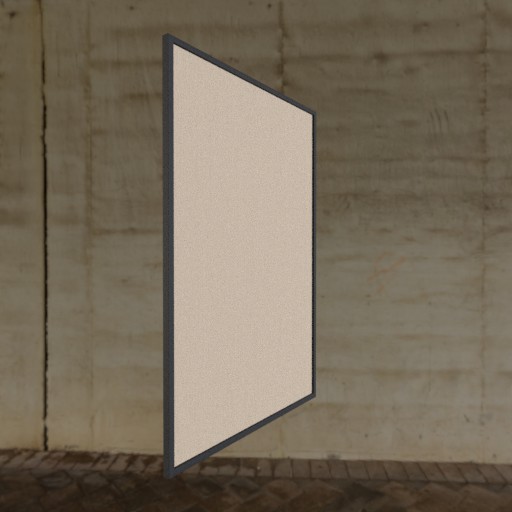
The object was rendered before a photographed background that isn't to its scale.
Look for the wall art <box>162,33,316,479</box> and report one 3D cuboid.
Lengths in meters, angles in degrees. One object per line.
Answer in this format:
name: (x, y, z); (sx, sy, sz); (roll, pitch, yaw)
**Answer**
wall art: (0.000, 0.000, 0.841); (0.013, 0.657, 0.457); (1, 1, 36)
